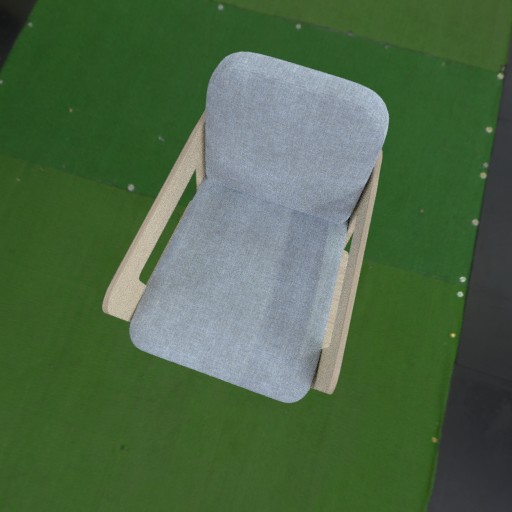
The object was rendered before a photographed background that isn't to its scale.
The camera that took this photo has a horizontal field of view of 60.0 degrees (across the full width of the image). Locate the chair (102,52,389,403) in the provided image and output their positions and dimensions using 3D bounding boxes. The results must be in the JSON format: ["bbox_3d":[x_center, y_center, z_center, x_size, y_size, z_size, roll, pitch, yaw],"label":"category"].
[{"bbox_3d":[0.000,0.000,1.274,0.590,0.800,0.710,19,76,5],"label":"chair"}]
